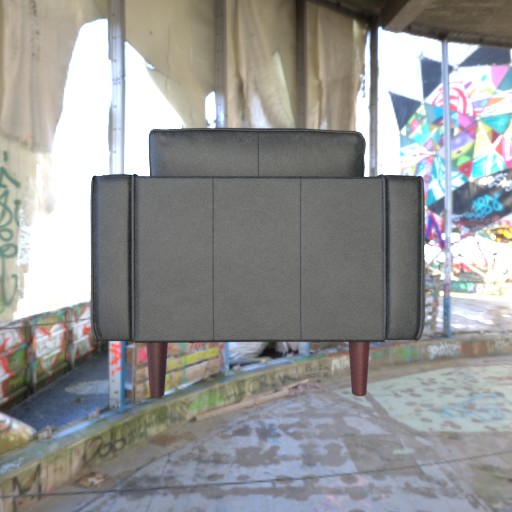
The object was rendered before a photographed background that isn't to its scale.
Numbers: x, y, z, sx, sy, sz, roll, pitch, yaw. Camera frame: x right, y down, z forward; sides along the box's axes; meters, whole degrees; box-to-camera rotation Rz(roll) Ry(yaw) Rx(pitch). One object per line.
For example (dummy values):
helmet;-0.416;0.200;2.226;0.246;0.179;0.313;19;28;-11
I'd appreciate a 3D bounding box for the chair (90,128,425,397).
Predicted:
chair;0.000;0.000;1.587;0.889;0.763;0.914;0;0;-1
